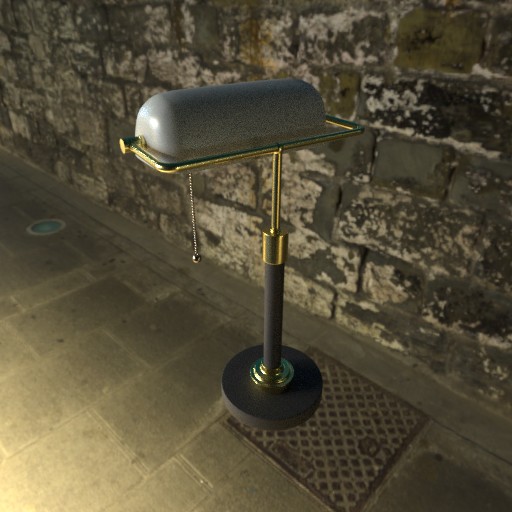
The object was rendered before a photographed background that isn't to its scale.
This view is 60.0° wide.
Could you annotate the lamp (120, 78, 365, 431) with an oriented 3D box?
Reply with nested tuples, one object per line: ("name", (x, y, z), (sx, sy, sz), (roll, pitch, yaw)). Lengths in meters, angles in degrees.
("lamp", (0.000, 0.000, 0.566), (0.269, 0.404, 0.227), (-18, 35, -28))
